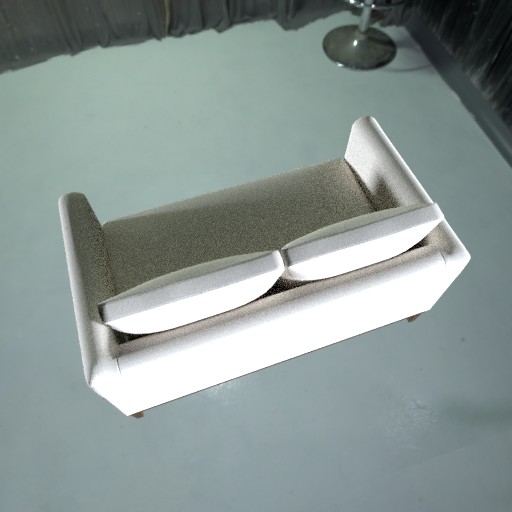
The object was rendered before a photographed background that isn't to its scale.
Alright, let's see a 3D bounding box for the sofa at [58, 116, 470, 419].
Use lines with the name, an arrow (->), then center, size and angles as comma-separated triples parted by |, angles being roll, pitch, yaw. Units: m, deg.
sofa -> 0.000, 0.000, 2.111 | 1.598, 0.873, 0.905 | -17, 61, -10
